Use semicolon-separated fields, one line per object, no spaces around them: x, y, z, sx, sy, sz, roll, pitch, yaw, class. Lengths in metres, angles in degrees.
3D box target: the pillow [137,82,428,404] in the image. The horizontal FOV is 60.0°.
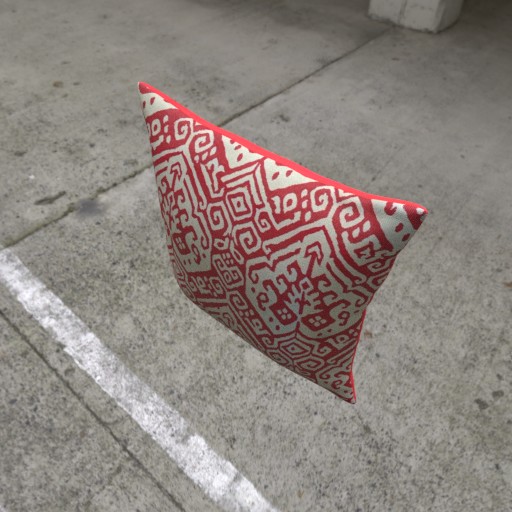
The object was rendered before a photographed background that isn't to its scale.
0.000;0.000;0.810;0.522;0.507;0.192;31;54;26;pillow
